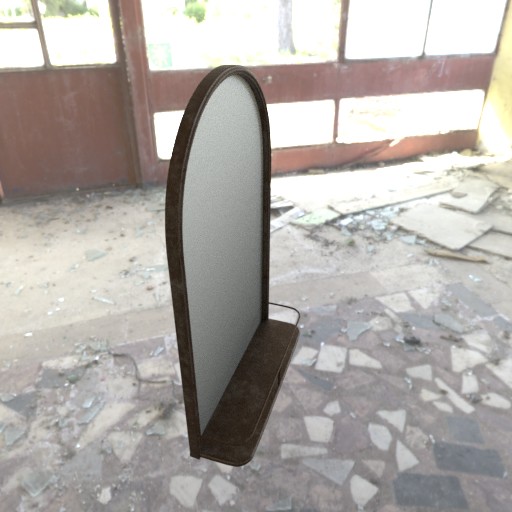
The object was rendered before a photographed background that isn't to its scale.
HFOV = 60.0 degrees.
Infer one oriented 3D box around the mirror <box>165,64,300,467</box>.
[{"bbox_3d":[0.000,0.000,0.974,0.137,0.770,0.510,10,32,16],"label":"mirror"}]
